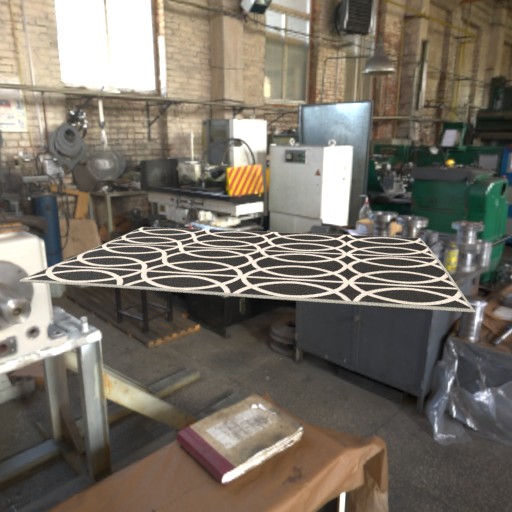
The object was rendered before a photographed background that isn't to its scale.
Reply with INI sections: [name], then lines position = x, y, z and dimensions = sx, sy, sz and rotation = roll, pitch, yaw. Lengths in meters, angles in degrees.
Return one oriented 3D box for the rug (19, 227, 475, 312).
[rug]
position = 0.000, 0.000, 2.885
dimensions = 2.294, 0.014, 1.528
rotation = 3, 15, 11
